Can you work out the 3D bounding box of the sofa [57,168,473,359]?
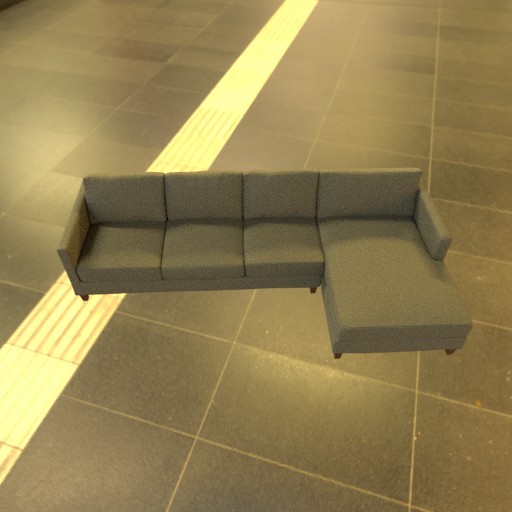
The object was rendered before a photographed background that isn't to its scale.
[{"bbox_3d":[0.000,0.000,3.781,3.186,0.861,1.625,-2,46,-2],"label":"sofa"}]
